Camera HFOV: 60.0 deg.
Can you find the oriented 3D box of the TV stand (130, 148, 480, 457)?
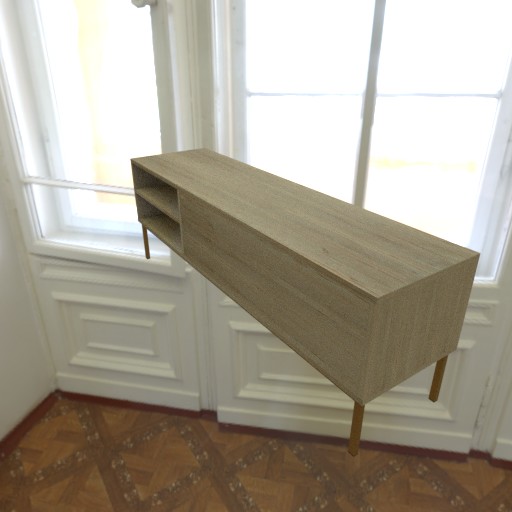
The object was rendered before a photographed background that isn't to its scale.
[{"bbox_3d":[0.000,0.000,1.842,0.420,0.550,1.600,-17,31,-31],"label":"TV stand"}]
